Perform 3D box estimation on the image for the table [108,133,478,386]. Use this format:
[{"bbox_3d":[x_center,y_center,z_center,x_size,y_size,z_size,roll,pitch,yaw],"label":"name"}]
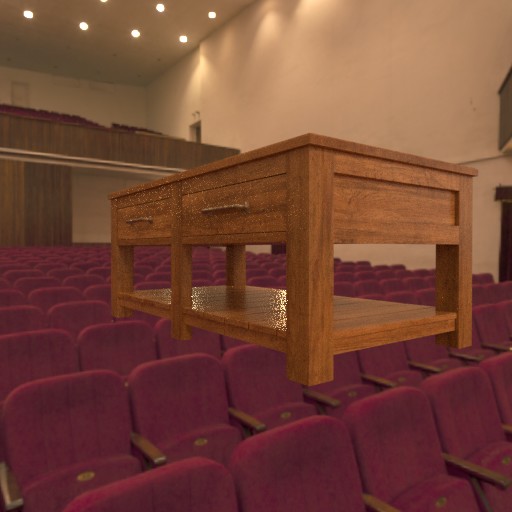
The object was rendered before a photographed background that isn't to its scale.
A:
[{"bbox_3d":[0.000,0.000,1.467,0.635,0.480,1.150,-1,1,-37],"label":"table"}]
